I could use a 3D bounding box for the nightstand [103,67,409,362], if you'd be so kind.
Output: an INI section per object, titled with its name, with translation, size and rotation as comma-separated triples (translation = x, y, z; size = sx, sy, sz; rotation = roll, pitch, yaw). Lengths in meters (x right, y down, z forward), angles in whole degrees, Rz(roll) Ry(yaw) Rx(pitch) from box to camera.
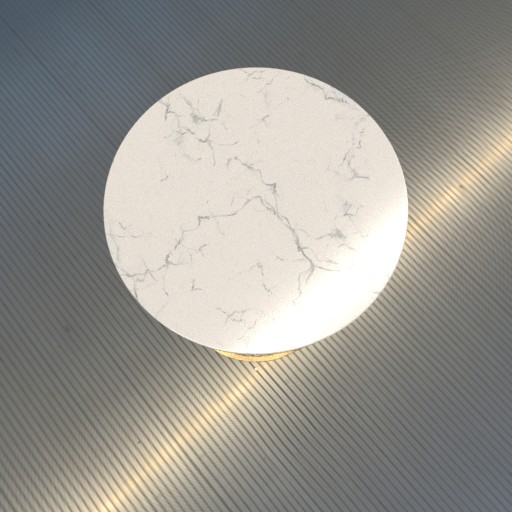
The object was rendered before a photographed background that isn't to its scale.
[nightstand]
translation = 0.000, 0.000, 0.878
size = 0.400, 0.610, 0.400
rotation = 3, 76, 1
